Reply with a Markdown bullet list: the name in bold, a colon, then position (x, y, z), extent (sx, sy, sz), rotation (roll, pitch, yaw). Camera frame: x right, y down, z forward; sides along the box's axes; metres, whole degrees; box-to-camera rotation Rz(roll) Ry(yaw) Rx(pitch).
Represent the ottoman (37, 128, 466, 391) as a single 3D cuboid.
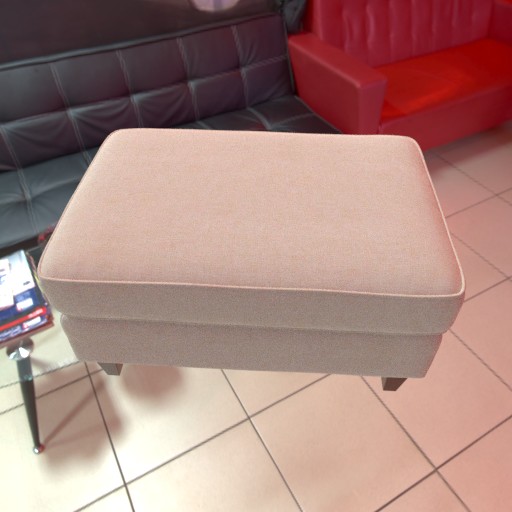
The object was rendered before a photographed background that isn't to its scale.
- **ottoman**: position (0.000, 0.000, 1.183), extent (0.862, 0.484, 0.583), rotation (3, 46, 2)
